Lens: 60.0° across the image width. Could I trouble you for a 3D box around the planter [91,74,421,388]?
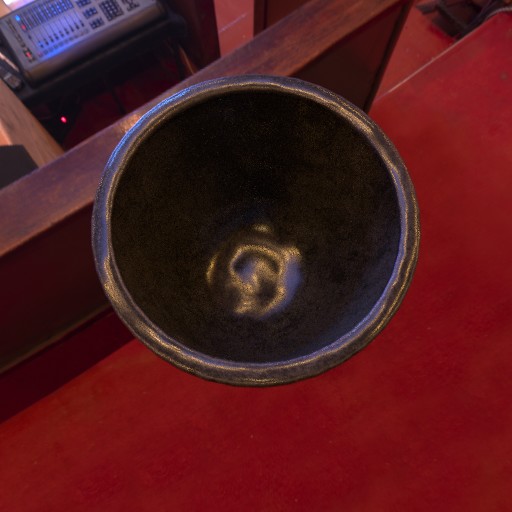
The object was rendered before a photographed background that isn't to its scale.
[{"bbox_3d":[0.000,0.000,0.352,0.197,0.191,0.197,0,75,0],"label":"planter"}]
